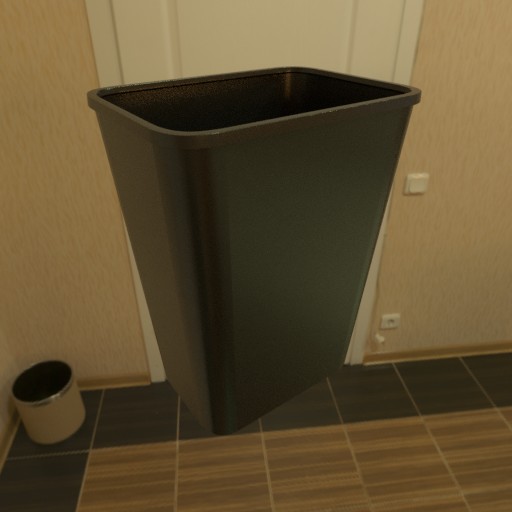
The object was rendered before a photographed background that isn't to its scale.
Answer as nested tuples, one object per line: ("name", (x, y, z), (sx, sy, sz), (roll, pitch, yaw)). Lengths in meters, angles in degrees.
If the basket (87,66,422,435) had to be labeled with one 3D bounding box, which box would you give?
("basket", (0.000, 0.000, 0.730), (0.394, 0.521, 0.287), (-21, 37, -30))
